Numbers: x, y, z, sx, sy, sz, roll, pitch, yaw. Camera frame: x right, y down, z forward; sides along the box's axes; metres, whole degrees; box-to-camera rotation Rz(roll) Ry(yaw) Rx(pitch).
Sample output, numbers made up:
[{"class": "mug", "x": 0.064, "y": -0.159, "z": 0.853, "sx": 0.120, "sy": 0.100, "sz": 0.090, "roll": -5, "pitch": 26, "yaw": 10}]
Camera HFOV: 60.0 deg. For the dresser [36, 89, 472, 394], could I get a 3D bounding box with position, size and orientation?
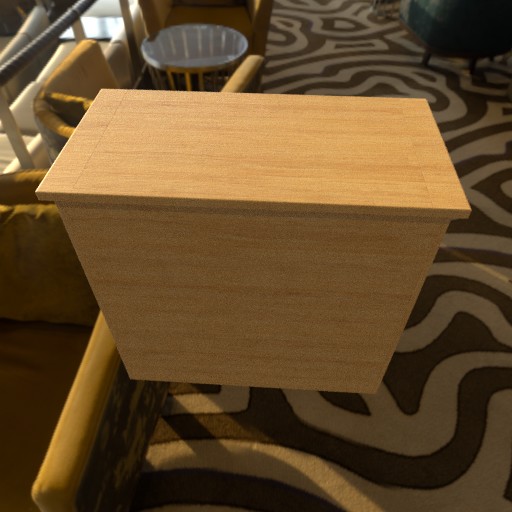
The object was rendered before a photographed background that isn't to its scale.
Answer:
[{"class": "dresser", "x": 0.000, "y": 0.000, "z": 1.215, "sx": 0.800, "sy": 0.730, "sz": 0.410, "roll": 3, "pitch": 47, "yaw": 3}]
